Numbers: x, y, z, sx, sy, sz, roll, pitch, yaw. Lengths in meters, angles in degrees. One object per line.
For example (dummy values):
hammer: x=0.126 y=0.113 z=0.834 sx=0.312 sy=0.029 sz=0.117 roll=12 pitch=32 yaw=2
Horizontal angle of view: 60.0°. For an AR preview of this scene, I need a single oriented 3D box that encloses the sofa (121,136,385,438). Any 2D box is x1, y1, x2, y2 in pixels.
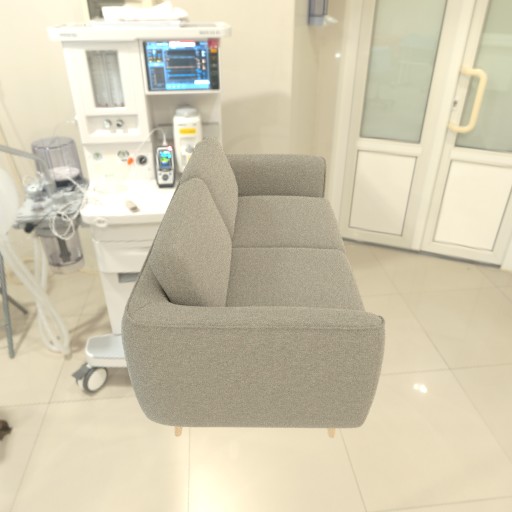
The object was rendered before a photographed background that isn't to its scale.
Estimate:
sofa: x=0.000 y=0.000 z=2.177 sx=0.920 sy=0.850 sz=1.700 roll=0 pitch=31 yaw=1
